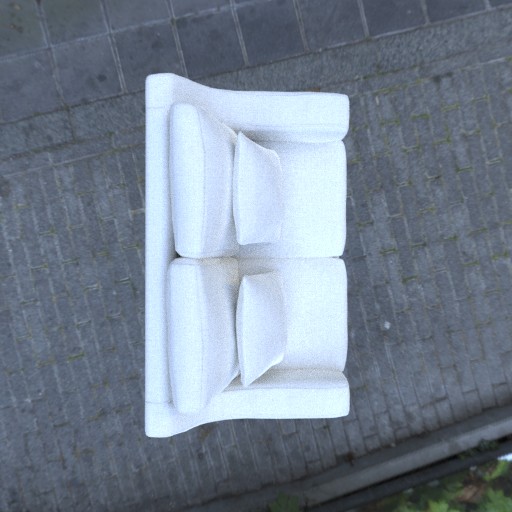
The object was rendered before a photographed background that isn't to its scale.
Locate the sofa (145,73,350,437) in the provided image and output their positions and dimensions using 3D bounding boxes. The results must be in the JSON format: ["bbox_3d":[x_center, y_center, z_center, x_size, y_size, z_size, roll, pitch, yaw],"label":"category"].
[{"bbox_3d":[0.000,0.000,2.409,1.040,1.047,1.744,0,90,0],"label":"sofa"}]
